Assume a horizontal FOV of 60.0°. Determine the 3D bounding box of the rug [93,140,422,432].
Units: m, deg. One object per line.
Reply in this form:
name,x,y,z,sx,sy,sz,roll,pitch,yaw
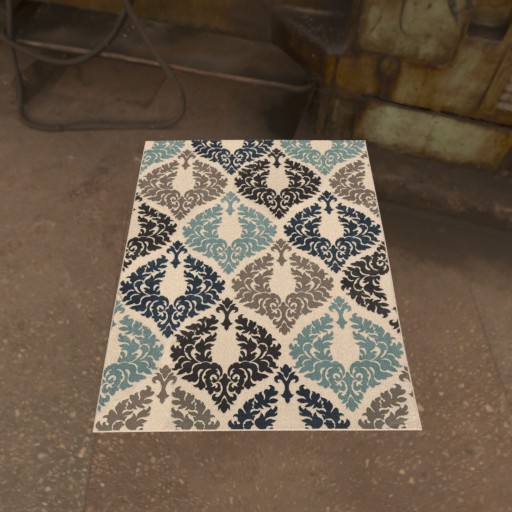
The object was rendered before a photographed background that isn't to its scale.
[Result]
rug,0.000,0.000,4.057,2.423,0.014,3.040,0,57,0
